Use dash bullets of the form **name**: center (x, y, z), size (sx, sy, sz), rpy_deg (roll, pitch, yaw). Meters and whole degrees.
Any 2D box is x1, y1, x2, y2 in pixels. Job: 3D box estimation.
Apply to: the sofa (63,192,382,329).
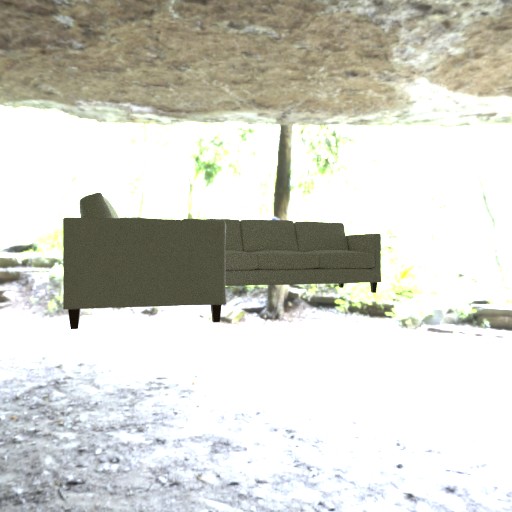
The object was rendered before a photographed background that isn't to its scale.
- **sofa**: center (0.000, 0.000, 4.273), size (3.182, 0.863, 2.432), rpy_deg (0, 1, -17)
